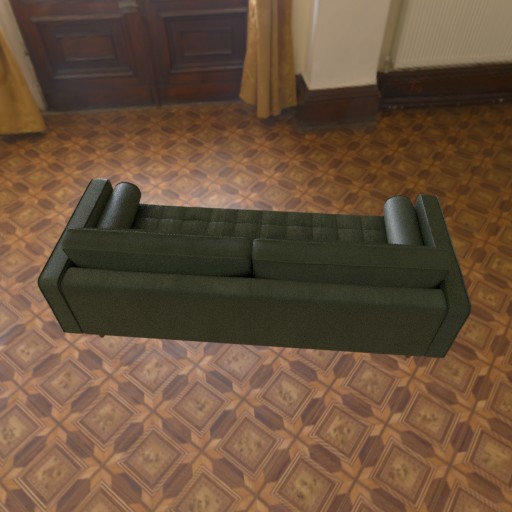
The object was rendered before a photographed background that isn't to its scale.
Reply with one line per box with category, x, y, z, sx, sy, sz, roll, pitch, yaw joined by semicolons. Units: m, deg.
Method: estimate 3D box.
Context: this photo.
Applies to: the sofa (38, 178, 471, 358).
sofa;0.000;0.000;2.649;2.199;0.769;0.918;3;47;3
